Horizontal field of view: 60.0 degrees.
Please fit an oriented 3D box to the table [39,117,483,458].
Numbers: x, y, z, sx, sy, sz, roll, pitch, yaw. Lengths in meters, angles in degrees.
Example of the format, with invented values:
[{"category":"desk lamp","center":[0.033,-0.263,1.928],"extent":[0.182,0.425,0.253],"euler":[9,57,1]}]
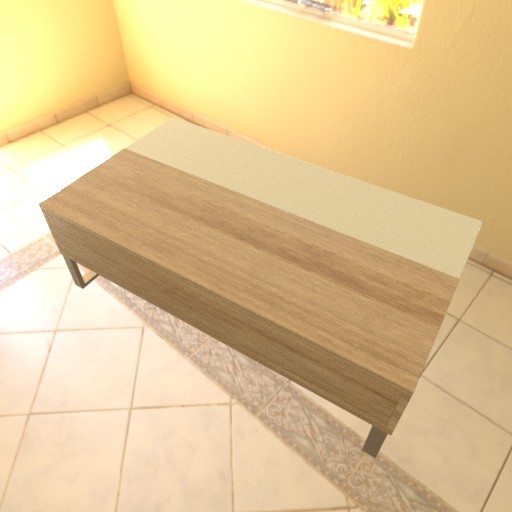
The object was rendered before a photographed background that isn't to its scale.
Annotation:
[{"category":"table","center":[0.000,0.000,1.371],"extent":[1.100,0.350,0.600],"euler":[24,50,22]}]
